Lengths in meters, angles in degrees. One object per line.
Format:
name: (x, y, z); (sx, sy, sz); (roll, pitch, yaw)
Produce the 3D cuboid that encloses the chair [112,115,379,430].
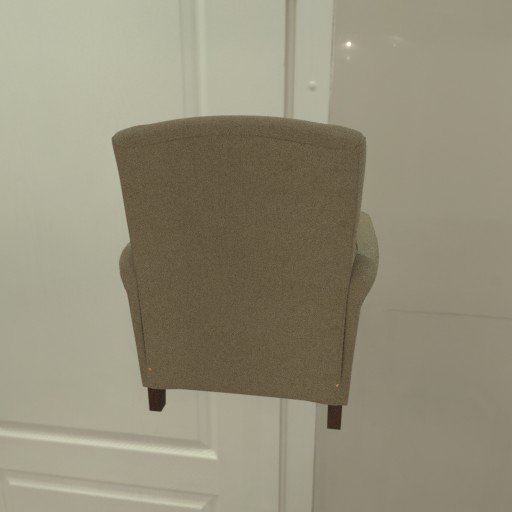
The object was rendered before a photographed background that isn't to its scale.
chair: (0.000, 0.000, 1.790); (0.978, 1.061, 0.905); (3, 16, 9)
